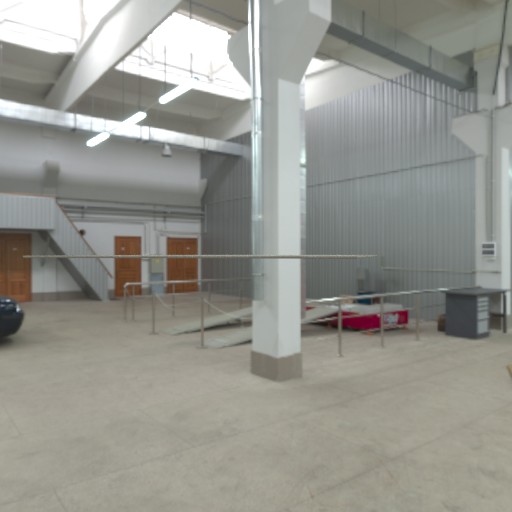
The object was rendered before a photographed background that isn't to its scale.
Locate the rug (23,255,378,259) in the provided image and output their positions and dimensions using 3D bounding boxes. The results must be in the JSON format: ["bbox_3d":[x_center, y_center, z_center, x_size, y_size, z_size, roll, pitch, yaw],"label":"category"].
[{"bbox_3d":[0.000,0.000,2.997,1.524,0.011,2.438,0,0,17],"label":"rug"}]
